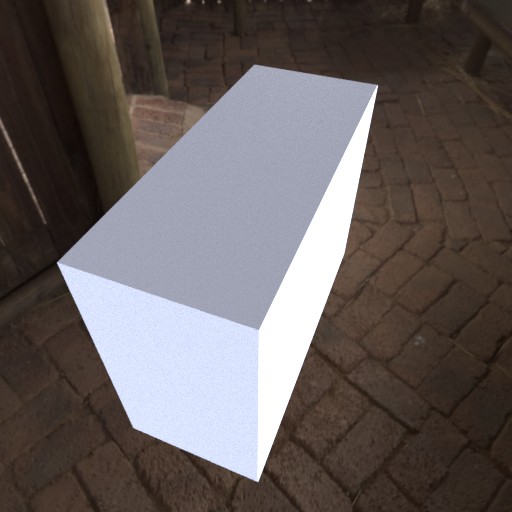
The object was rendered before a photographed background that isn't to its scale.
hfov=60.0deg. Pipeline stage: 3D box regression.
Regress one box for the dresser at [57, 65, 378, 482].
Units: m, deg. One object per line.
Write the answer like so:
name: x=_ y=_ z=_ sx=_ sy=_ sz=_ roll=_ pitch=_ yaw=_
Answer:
dresser: x=0.000 y=0.000 z=1.523 sx=0.460 sy=0.820 sz=1.100 roll=16 pitch=48 yaw=15
